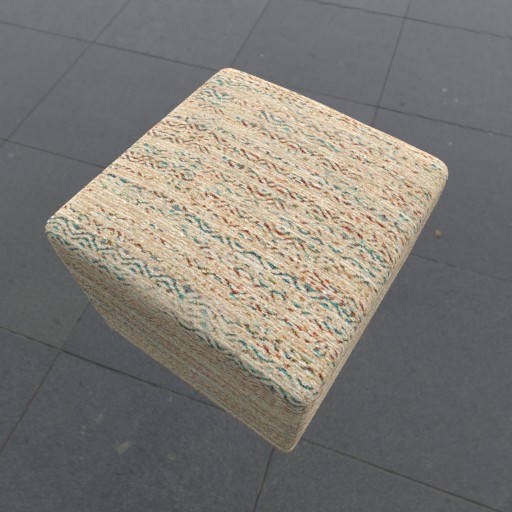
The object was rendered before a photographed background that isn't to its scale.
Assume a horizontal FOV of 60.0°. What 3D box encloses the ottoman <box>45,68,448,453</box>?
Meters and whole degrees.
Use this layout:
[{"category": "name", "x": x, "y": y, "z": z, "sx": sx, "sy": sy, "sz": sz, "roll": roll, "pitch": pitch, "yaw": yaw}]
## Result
[{"category": "ottoman", "x": 0.000, "y": 0.000, "z": 0.908, "sx": 0.512, "sy": 0.453, "sz": 0.521, "roll": 30, "pitch": 63, "yaw": 17}]
